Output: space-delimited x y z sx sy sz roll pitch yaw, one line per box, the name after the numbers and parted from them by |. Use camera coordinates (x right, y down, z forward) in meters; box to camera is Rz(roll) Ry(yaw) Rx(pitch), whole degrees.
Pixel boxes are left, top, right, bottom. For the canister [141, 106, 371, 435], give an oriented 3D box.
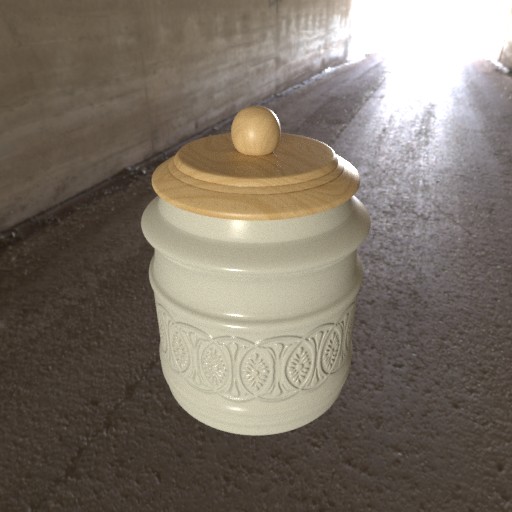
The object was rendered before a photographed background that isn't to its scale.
0.000 0.000 0.271 0.130 0.176 0.130 0 30 0 | canister
